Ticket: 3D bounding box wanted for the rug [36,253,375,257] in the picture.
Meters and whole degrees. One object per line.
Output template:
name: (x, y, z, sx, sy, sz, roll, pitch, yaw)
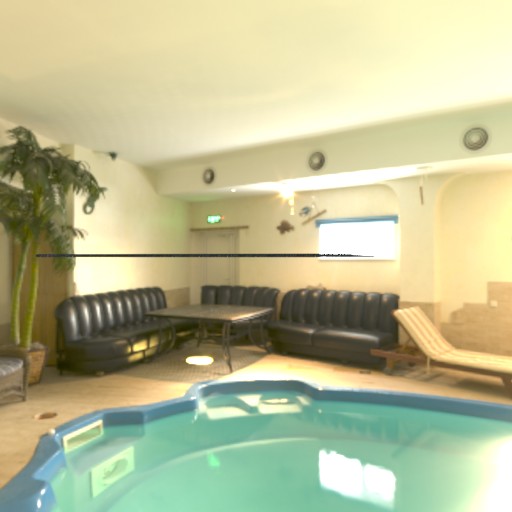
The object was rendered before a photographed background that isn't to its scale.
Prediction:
rug: (0.000, 0.000, 3.098, 1.530, 0.015, 2.449, 0, 0, 17)
